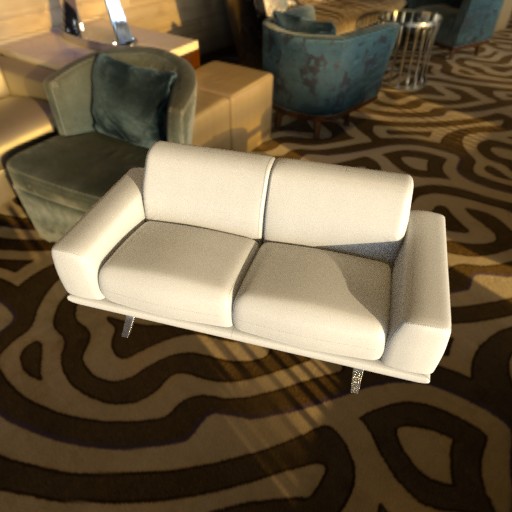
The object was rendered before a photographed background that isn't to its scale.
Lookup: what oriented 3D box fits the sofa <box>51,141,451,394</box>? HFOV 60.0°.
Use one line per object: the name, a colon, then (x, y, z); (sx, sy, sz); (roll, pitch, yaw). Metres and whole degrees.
sofa: (0.000, 0.000, 2.387); (1.901, 0.772, 0.900); (11, 41, 12)
